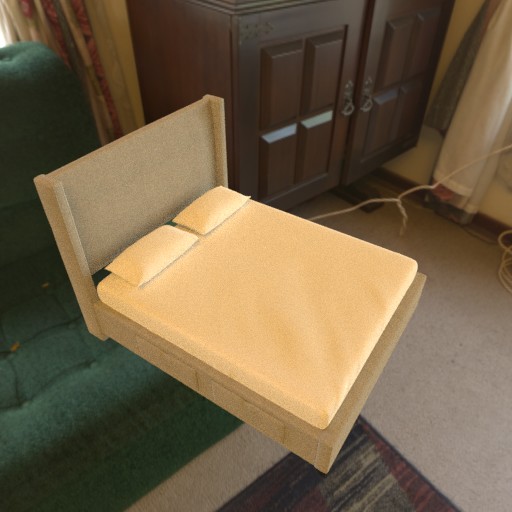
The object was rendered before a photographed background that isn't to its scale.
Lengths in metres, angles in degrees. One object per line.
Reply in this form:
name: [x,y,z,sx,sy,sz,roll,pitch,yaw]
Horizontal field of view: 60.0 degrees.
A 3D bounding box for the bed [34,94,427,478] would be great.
bed: [0.000,0.000,3.365,2.222,1.491,1.774,23,45,25]
